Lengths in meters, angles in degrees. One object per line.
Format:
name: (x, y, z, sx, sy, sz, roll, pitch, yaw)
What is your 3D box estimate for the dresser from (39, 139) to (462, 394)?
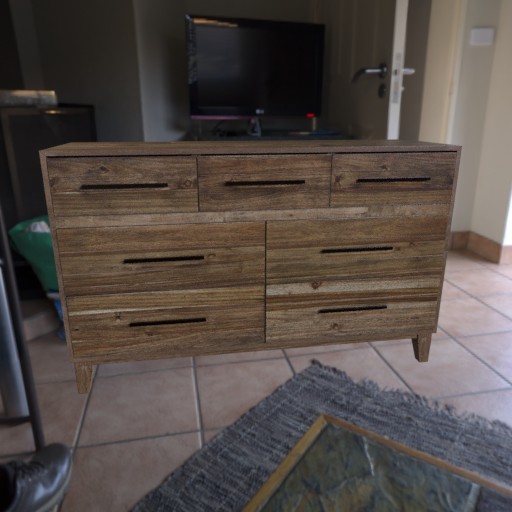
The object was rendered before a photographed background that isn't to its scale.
dresser: (0.000, 0.000, 1.778, 1.400, 0.873, 0.446, -3, 18, -9)
